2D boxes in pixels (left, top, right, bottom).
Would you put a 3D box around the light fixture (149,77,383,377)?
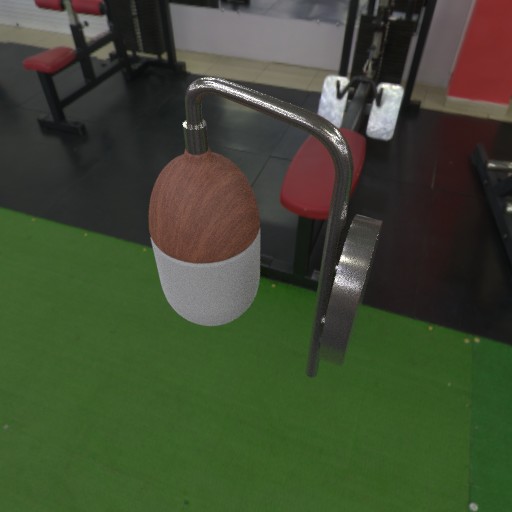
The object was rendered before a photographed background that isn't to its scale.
[{"bbox_3d":[0.000,0.000,0.437,0.216,0.343,0.108,16,47,16],"label":"light fixture"}]
